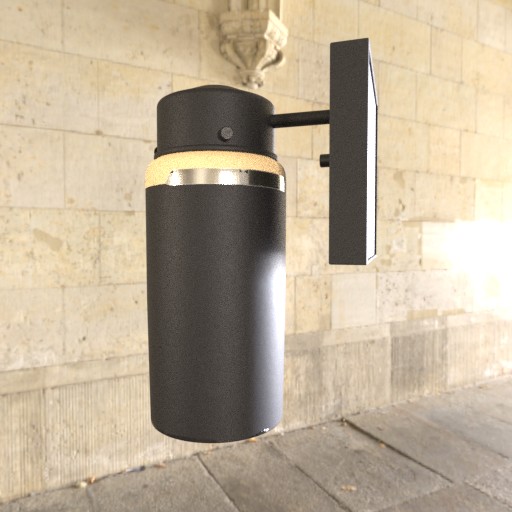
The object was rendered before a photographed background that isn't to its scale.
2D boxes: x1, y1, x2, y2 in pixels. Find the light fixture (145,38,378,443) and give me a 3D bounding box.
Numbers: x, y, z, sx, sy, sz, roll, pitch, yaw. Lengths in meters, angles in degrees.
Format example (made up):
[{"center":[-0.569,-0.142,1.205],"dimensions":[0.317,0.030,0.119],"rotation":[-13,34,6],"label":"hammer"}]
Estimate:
[{"center":[0.000,0.000,0.344],"dimensions":[0.176,0.257,0.130],"rotation":[1,2,17],"label":"light fixture"}]
